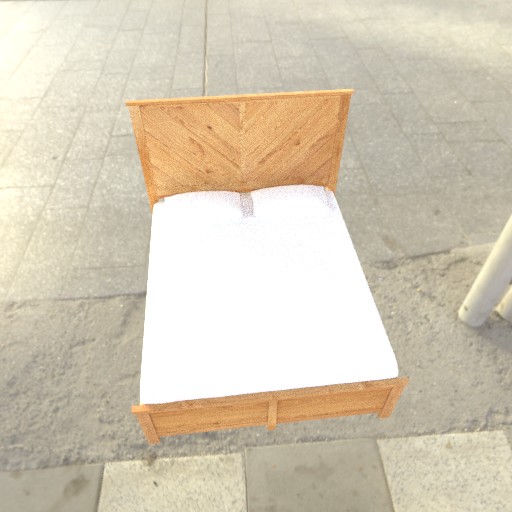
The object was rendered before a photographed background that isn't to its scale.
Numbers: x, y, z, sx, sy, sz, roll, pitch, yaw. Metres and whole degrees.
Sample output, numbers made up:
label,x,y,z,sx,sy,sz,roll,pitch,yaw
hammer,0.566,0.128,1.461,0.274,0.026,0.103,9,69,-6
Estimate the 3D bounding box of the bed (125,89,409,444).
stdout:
label,x,y,z,sx,sy,sz,roll,pitch,yaw
bed,0.000,0.000,3.621,1.936,1.686,2.201,-5,46,-4
